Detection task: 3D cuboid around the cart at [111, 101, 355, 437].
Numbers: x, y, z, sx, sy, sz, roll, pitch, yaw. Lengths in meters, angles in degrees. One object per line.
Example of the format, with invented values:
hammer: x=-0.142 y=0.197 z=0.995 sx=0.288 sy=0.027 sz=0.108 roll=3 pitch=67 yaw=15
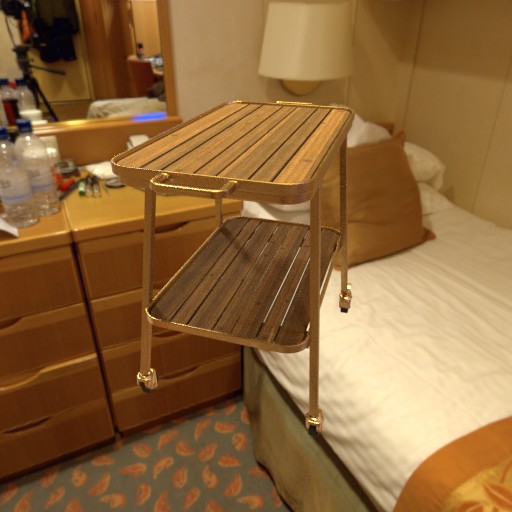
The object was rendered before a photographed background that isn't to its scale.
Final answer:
cart: x=0.000 y=0.000 z=1.245 sx=0.524 sy=0.700 sz=0.806 roll=9 pitch=31 yaw=15
